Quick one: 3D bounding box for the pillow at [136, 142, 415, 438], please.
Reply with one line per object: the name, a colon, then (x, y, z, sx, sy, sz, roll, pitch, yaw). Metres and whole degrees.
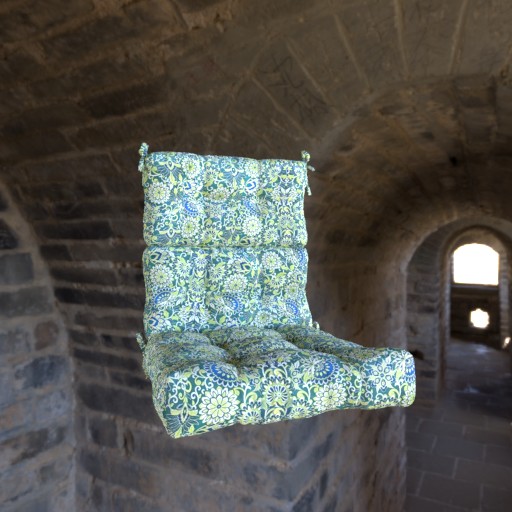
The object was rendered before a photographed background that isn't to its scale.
pillow: (0.000, 0.000, 1.023, 0.519, 0.605, 0.571, 0, 0, -18)
